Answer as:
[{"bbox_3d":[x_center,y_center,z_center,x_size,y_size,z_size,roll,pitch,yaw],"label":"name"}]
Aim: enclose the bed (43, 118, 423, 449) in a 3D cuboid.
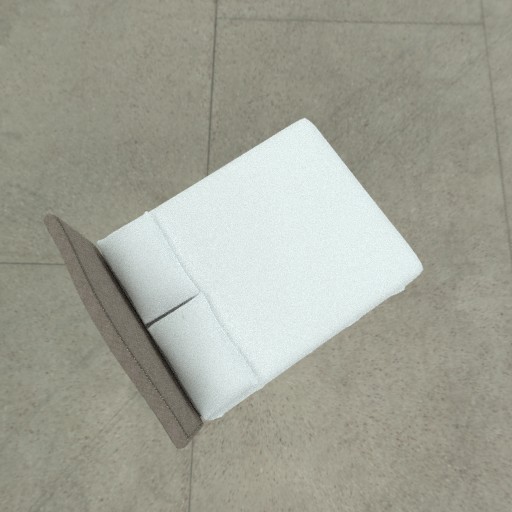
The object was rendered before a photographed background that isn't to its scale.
[{"bbox_3d":[0.000,0.000,3.310,2.153,1.518,1.713,-33,78,-8],"label":"bed"}]
